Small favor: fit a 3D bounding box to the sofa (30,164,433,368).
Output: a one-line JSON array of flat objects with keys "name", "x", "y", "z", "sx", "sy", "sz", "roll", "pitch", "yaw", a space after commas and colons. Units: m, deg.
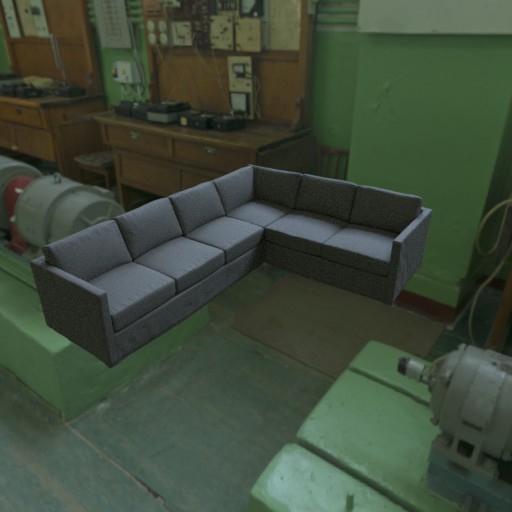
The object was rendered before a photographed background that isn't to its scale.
[{"name": "sofa", "x": 0.000, "y": 0.000, "z": 4.343, "sx": 2.432, "sy": 0.871, "sz": 3.182, "roll": 18, "pitch": 33, "yaw": 31}]
